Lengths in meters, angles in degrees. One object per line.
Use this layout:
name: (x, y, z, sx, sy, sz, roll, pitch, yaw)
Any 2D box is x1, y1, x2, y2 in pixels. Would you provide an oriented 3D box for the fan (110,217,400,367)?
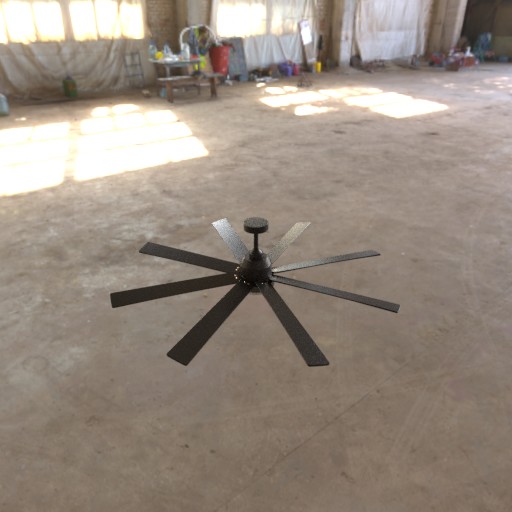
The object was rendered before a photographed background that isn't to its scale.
fan: (0.000, 0.000, 2.837, 1.830, 0.472, 1.830, -10, 30, -17)
